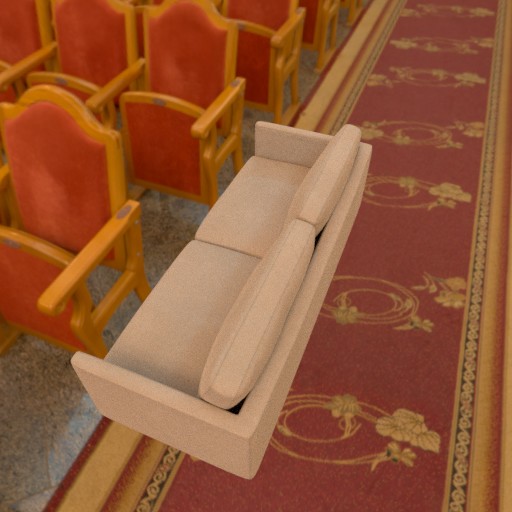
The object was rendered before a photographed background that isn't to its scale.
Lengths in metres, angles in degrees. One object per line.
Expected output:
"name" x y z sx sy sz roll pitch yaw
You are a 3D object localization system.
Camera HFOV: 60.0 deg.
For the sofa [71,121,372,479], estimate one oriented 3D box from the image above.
"sofa" 0.000 0.000 2.903 0.988 0.912 2.404 17 49 15
